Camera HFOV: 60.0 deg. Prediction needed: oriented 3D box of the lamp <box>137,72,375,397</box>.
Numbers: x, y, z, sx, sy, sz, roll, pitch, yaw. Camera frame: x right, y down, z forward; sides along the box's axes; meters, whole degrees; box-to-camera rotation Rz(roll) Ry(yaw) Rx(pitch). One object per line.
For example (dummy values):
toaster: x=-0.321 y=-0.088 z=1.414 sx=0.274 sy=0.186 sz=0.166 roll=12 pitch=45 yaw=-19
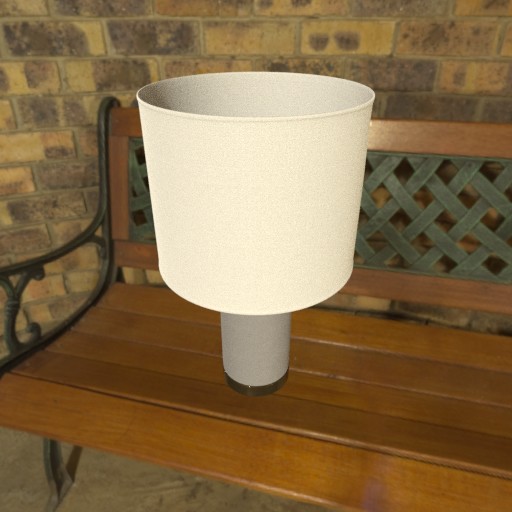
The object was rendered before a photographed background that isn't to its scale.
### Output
lamp: x=0.000 y=0.000 z=0.532 sx=0.229 sy=0.380 sz=0.229 roll=0 pitch=31 yaw=0
